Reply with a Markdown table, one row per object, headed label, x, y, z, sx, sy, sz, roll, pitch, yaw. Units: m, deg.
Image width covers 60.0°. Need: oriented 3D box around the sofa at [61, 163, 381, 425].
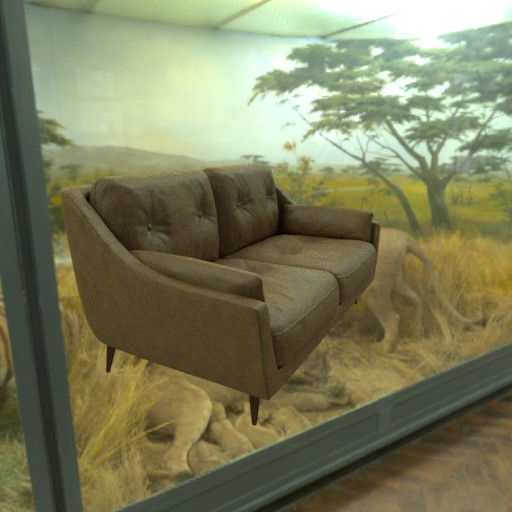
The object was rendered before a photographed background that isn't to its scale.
| label | x | y | z | sx | sy | sz | roll | pitch | yaw |
| --- | --- | --- | --- | --- | --- | --- | --- | --- | --- |
| sofa | 0.000 | 0.000 | 2.315 | 0.981 | 0.886 | 1.731 | 7 | 16 | 26 |
